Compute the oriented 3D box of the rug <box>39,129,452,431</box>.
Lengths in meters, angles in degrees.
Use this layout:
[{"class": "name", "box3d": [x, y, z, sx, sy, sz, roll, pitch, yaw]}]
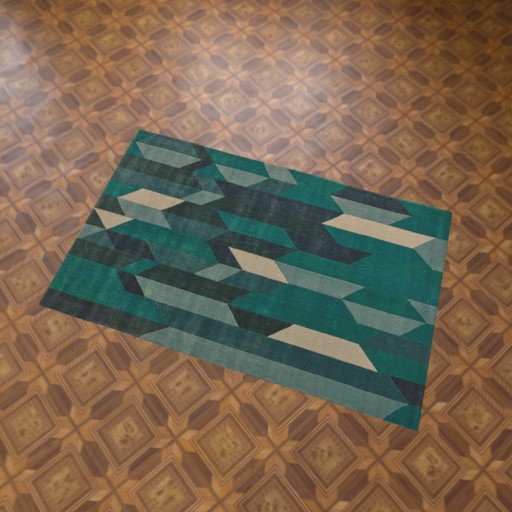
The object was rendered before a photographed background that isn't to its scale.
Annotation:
[{"class": "rug", "box3d": [0.000, 0.000, 2.976, 2.420, 0.005, 1.528, 16, 65, 8]}]
